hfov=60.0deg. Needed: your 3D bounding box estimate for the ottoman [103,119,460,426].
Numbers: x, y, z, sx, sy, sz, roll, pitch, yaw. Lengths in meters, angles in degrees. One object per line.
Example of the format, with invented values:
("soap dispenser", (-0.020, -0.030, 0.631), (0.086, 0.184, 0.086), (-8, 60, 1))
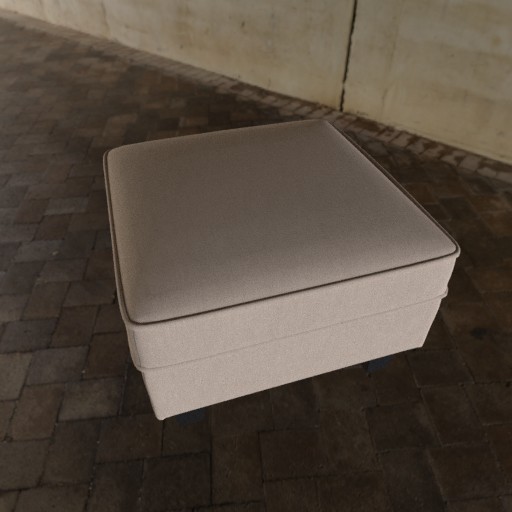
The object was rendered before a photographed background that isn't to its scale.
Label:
("ottoman", (0.000, 0.000, 1.048), (0.613, 0.438, 0.616), (-12, 42, -13))
